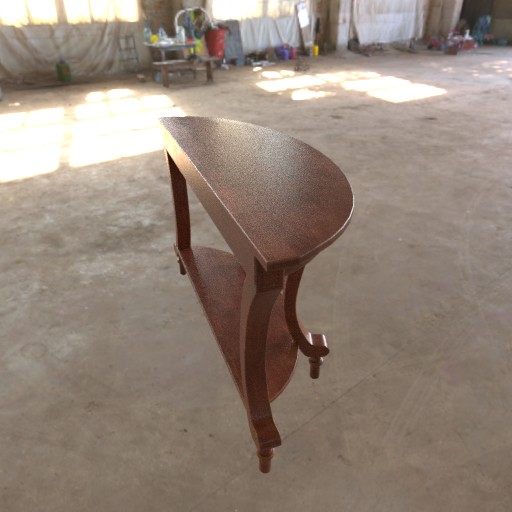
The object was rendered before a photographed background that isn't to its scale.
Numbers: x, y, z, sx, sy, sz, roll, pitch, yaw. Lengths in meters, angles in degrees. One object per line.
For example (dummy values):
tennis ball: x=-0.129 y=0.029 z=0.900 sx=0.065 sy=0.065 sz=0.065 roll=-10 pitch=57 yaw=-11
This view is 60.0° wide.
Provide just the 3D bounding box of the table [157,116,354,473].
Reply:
table: x=0.000 y=0.000 z=1.499 sx=0.394 sy=0.699 sz=1.198 roll=-10 pitch=32 yaw=-17
